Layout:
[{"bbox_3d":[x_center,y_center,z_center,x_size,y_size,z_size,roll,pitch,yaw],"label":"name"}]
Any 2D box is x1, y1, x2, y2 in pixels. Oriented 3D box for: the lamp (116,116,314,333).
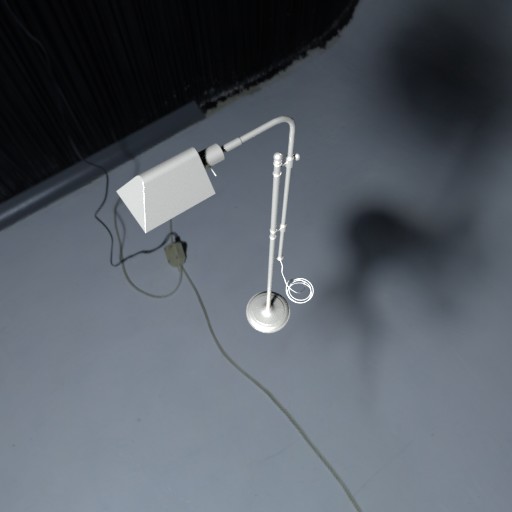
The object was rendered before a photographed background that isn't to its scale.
[{"bbox_3d":[0.000,0.000,1.881,0.813,1.571,0.256,-32,66,-16],"label":"lamp"}]
